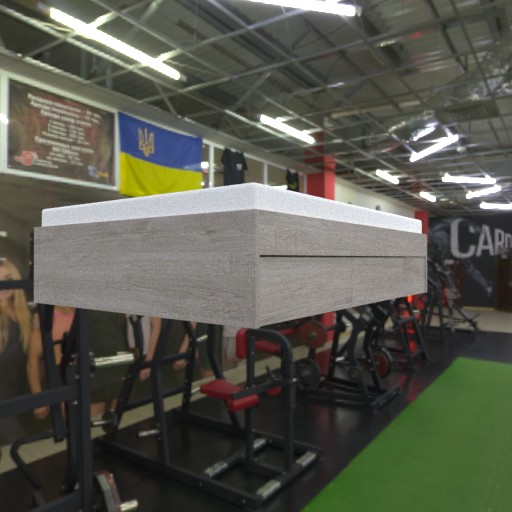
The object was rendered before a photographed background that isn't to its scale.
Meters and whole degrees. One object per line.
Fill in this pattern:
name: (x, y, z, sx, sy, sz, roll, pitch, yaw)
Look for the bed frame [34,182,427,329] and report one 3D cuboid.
bed frame: (0.000, 0.000, 2.665, 1.448, 0.490, 1.944, 0, 0, 37)
